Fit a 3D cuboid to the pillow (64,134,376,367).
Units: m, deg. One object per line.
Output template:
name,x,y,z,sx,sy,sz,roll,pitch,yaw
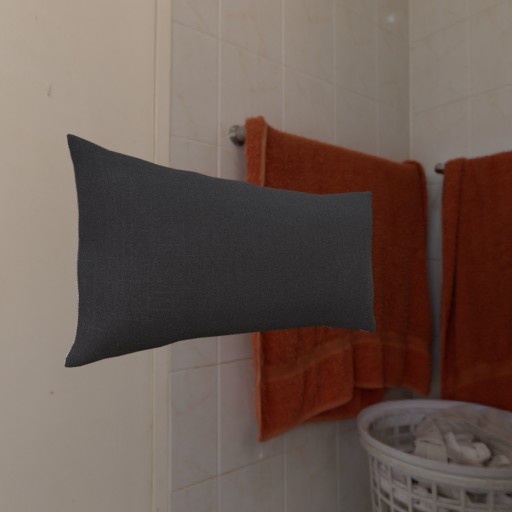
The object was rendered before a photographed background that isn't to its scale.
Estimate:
pillow,0.000,0.000,0.747,0.609,0.305,0.151,1,-2,-37
